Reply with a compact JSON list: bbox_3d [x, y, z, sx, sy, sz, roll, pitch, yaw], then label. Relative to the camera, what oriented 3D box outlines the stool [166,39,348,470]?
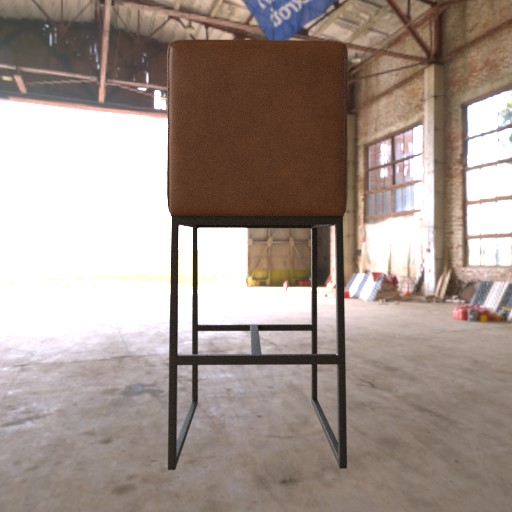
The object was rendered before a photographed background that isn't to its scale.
[{"bbox_3d":[0.000,0.000,1.314,0.458,1.040,0.556,0,0,-1],"label":"stool"}]
